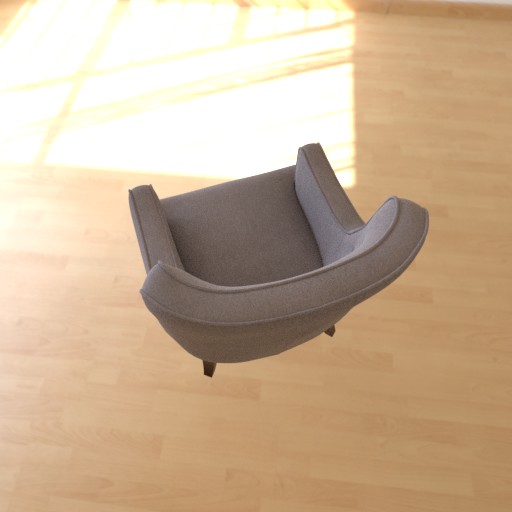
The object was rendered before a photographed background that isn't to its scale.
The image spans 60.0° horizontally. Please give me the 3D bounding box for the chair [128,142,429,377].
[{"bbox_3d":[0.000,0.000,1.610,0.781,0.919,0.910,-16,59,-10],"label":"chair"}]
